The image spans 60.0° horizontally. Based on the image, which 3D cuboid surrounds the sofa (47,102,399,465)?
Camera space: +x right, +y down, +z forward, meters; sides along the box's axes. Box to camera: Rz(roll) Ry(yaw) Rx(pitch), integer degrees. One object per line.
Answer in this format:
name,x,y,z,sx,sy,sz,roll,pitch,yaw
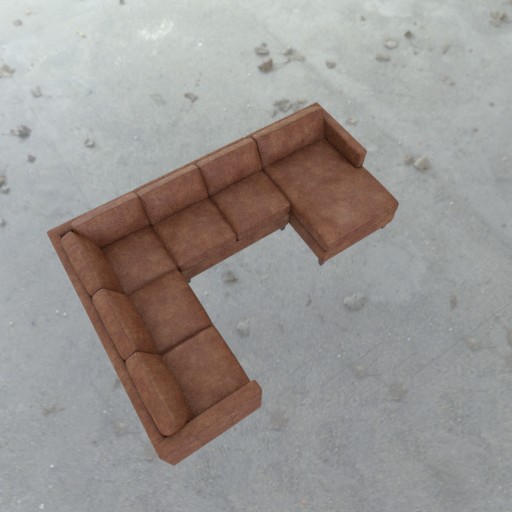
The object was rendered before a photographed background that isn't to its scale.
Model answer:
sofa,0.000,0.000,4.542,3.324,0.888,2.452,-30,65,-16
